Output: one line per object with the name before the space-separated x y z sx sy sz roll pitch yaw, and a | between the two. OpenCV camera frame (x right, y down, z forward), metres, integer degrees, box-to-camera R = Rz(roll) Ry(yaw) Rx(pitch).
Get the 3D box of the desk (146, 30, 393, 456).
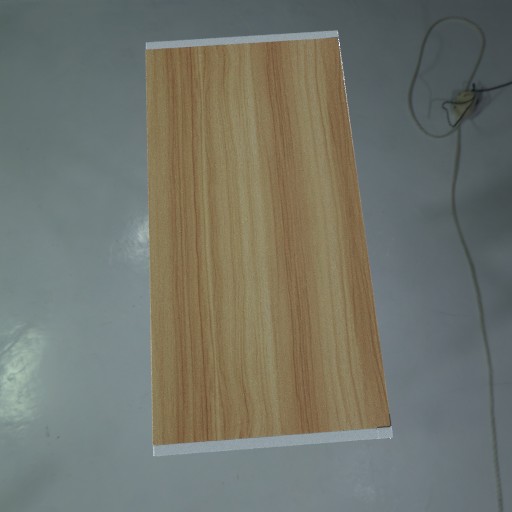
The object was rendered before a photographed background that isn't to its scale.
desk | 0.000 0.000 1.421 0.508 0.762 1.016 -4 77 -1
